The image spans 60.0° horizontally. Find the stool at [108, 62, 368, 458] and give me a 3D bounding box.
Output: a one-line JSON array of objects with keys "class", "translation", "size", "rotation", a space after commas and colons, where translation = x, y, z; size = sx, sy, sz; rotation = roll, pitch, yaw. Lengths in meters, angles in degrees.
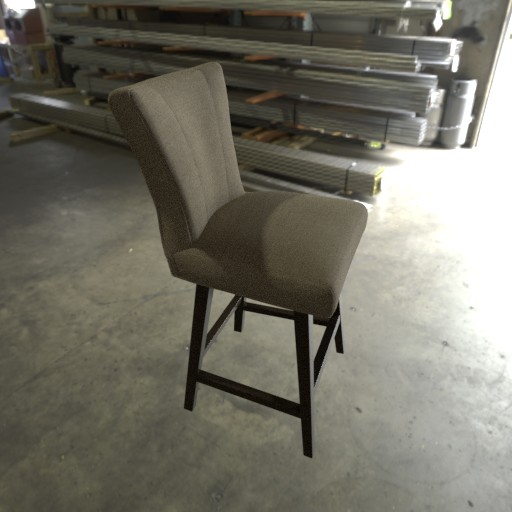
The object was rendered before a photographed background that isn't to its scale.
[{"class": "stool", "translation": [0.000, 0.000, 1.326], "size": [0.574, 1.000, 0.514], "rotation": [11, 32, 18]}]
